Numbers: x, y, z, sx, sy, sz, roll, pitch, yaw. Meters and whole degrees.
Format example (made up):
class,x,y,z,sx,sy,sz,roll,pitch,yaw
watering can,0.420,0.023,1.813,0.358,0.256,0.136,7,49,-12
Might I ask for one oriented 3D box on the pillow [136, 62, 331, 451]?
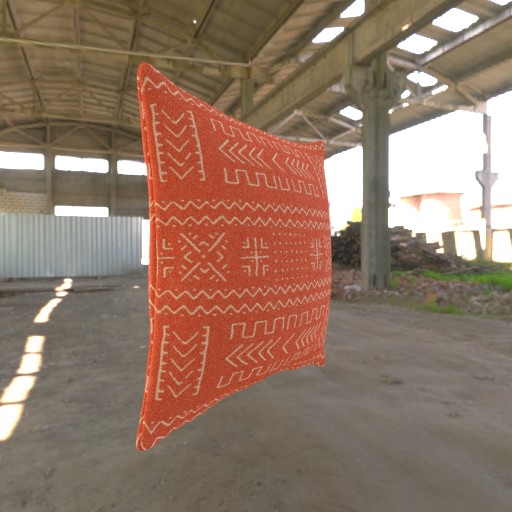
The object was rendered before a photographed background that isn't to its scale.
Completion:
class,x,y,z,sx,sy,sz,roll,pitch,yaw
pillow,0.000,0.000,0.661,0.164,0.429,0.438,1,1,36
